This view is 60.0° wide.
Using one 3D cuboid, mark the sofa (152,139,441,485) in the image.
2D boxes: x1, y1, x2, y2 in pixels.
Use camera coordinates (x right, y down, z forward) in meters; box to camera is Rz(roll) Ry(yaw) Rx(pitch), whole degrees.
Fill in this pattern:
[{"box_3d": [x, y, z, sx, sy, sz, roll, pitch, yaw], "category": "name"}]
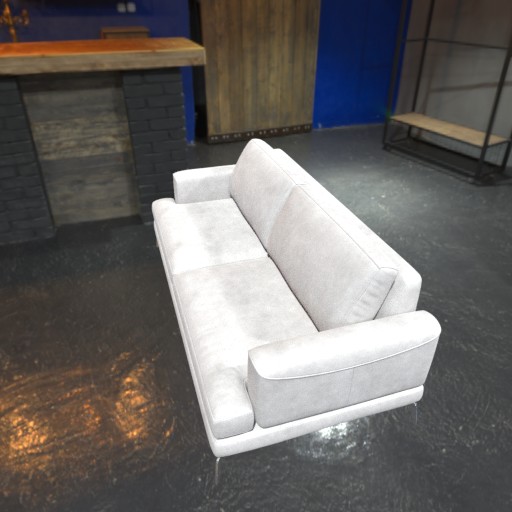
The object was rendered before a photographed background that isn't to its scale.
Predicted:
[{"box_3d": [0.000, 0.000, 2.512, 0.980, 0.830, 2.013, -10, 33, -15], "category": "sofa"}]
